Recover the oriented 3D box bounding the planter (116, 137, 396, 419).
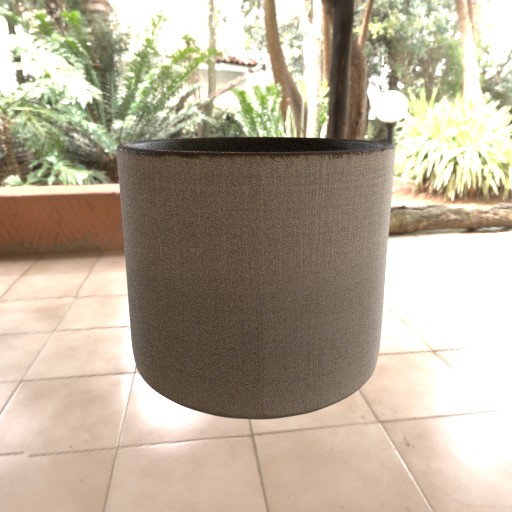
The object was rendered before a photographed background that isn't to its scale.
[{"bbox_3d":[0.000,0.000,0.444,0.254,0.221,0.254,0,17,0],"label":"planter"}]
